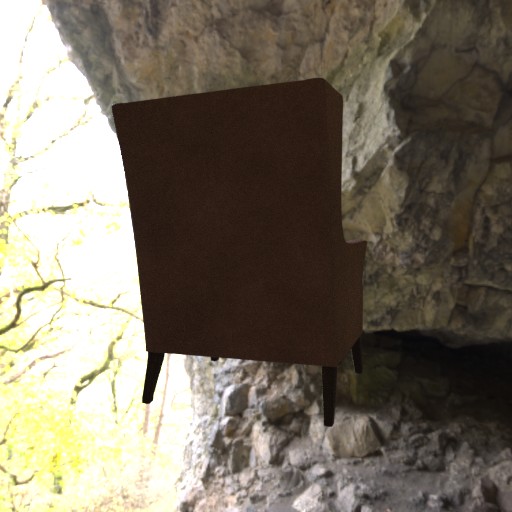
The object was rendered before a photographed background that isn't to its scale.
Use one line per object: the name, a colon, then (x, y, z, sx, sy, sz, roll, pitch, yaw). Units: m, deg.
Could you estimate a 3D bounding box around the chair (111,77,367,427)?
chair: (0.000, 0.000, 1.775, 0.815, 1.088, 0.913, 0, 0, 19)
